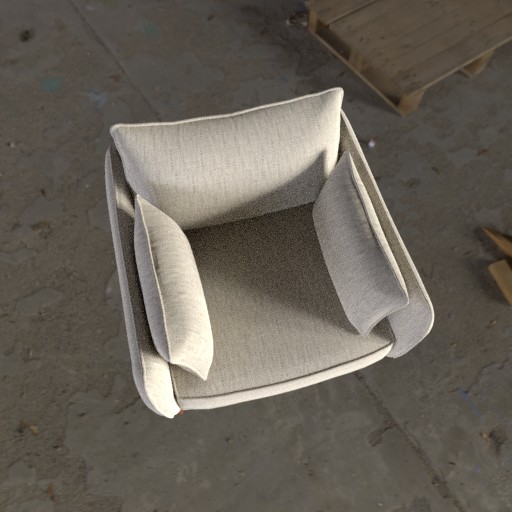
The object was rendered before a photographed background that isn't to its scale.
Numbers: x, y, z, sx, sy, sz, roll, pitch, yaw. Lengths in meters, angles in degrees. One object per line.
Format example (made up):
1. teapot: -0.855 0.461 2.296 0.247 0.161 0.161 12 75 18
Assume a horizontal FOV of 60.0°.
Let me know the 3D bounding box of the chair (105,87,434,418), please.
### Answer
1. chair: 0.000 0.000 1.700 0.994 0.855 0.991 -13 64 -6
